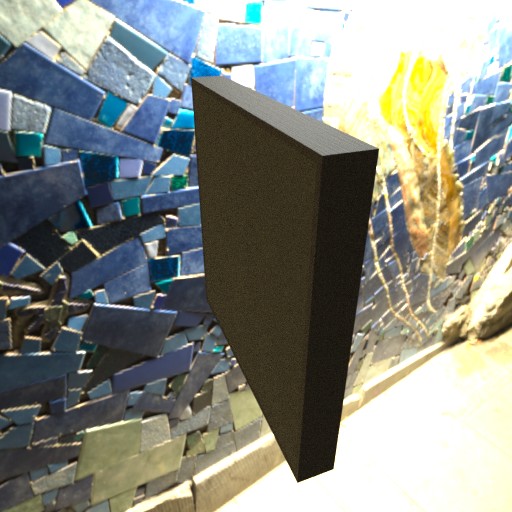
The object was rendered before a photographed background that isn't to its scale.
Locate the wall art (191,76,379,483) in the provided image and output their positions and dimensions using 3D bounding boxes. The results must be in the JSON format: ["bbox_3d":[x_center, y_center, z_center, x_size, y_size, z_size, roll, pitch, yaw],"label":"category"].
[{"bbox_3d":[0.000,0.000,0.454,0.038,0.303,0.304,-11,32,-18],"label":"wall art"}]
